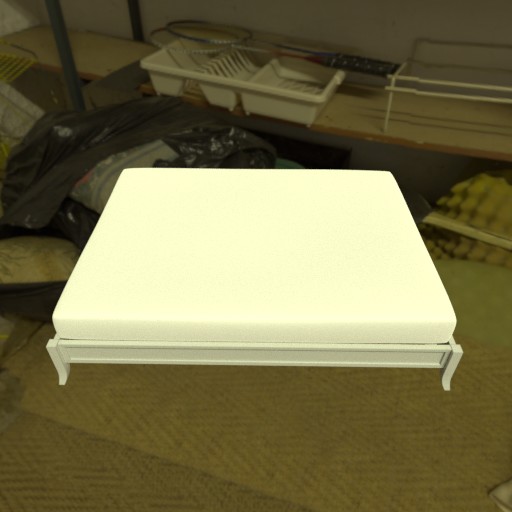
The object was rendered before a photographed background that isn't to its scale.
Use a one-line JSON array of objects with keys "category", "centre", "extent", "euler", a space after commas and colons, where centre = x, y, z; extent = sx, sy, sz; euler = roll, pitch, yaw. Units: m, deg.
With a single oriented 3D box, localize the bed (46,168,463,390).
[{"category": "bed", "centre": [0.000, 0.000, 2.839], "extent": [2.108, 0.510, 1.604], "euler": [1, 40, 1]}]
